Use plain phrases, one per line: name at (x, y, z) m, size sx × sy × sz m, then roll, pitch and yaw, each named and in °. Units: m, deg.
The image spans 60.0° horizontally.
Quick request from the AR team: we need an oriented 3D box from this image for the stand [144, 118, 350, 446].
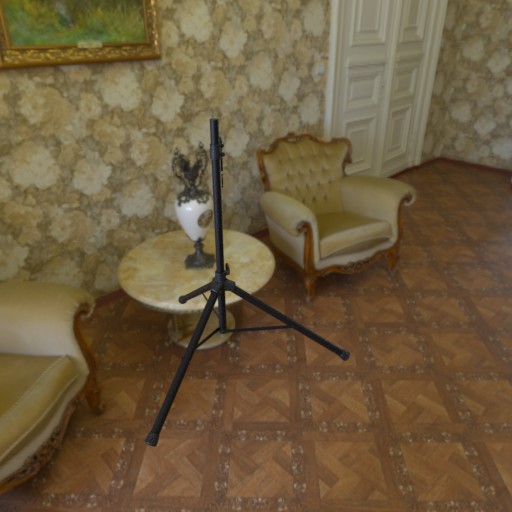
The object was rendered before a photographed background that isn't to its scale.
stand at (0.000, 0.000, 1.893) m, size 0.907 × 1.136 × 1.045 m, roll 0°, pitch 27°, yaw 0°
